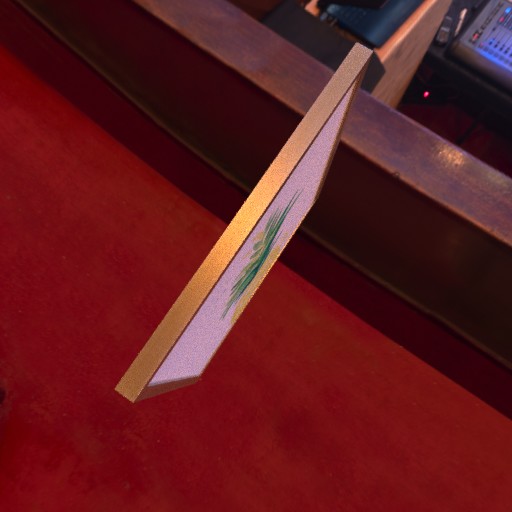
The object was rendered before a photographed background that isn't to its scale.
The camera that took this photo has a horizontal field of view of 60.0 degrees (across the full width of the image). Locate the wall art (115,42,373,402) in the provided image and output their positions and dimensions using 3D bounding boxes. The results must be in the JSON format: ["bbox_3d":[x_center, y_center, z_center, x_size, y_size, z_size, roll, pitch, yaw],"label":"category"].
[{"bbox_3d":[0.000,0.000,1.141,0.037,0.760,0.762,32,78,7],"label":"wall art"}]
